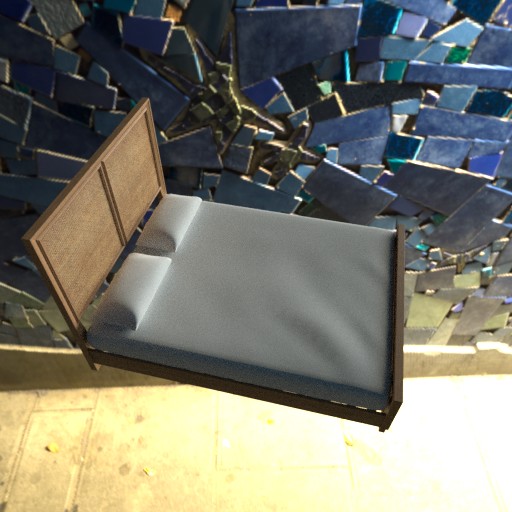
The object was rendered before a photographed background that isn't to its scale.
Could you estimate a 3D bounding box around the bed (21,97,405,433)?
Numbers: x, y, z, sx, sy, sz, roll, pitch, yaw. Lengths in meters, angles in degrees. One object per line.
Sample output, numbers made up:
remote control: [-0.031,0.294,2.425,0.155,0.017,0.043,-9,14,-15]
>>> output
bed: [0.000,0.000,3.221,2.184,1.387,1.606,10,47,9]
